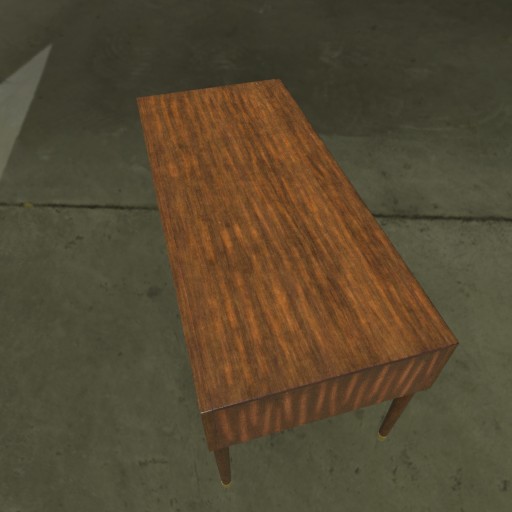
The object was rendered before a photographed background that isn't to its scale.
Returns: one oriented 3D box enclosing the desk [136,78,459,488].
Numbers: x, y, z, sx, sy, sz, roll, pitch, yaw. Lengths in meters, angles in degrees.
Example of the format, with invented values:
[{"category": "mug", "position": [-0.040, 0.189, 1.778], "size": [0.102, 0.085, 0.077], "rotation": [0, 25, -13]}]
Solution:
[{"category": "desk", "position": [0.000, 0.000, 1.923], "size": [0.724, 0.762, 1.575], "rotation": [-12, 49, -11]}]
